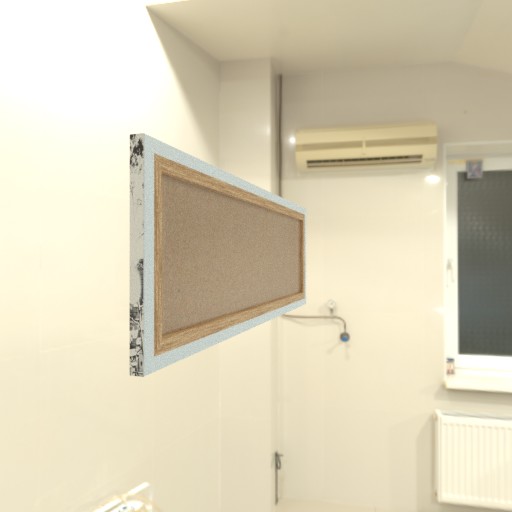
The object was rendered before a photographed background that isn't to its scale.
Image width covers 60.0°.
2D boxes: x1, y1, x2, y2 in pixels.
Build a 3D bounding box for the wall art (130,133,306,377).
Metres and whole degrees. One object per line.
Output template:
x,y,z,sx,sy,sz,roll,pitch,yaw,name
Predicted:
0.000,0.000,1.645,0.039,0.507,1.520,0,0,19,wall art
